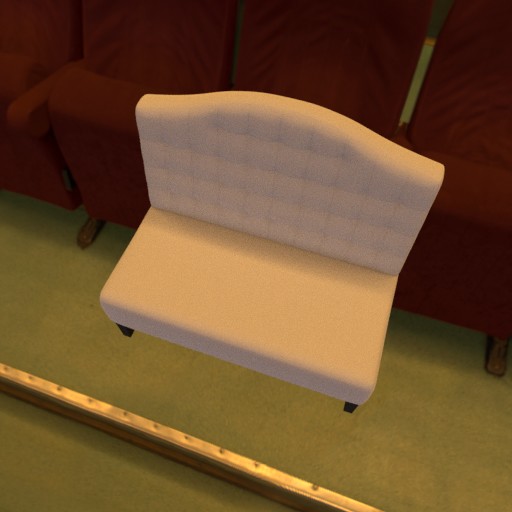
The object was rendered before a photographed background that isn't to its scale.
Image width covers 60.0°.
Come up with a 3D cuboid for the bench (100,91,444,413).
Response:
[{"bbox_3d":[0.000,0.000,2.052,1.335,1.180,0.815,16,60,10],"label":"bench"}]
